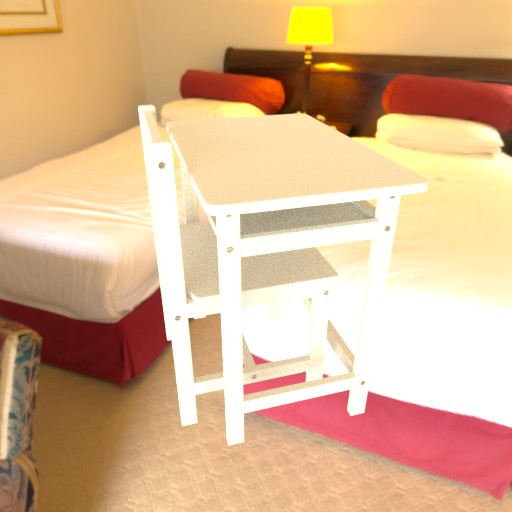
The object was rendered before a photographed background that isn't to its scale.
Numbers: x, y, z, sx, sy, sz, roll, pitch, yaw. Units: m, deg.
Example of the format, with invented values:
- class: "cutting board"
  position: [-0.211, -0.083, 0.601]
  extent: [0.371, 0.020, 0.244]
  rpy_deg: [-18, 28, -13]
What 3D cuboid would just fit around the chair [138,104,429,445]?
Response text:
- class: "chair"
  position: [0.000, 0.000, 1.085]
  extent: [0.461, 0.673, 0.599]
  rpy_deg: [-8, 30, -14]
